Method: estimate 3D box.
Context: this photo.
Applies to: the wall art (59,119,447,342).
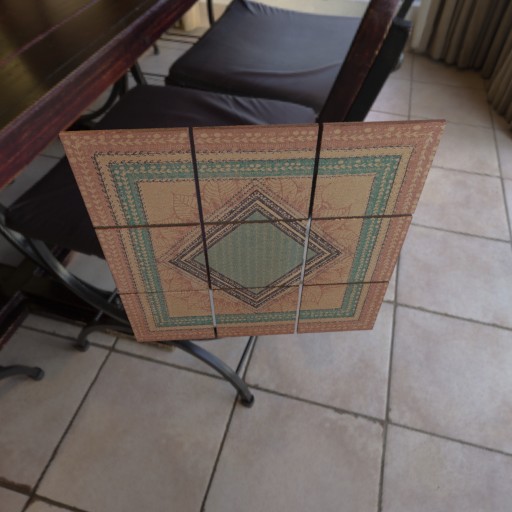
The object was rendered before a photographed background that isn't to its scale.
[{"bbox_3d":[0.000,0.000,1.387,0.915,0.914,0.013,-3,48,-2],"label":"wall art"}]
